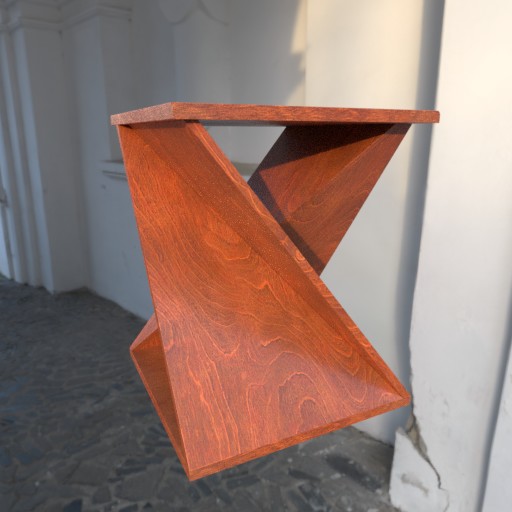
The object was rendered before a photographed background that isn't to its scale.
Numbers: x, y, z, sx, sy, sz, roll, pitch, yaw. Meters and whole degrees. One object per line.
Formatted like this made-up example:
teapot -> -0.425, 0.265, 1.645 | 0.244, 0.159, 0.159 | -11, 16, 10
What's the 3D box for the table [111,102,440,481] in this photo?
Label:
table -> 0.000, 0.000, 0.848 | 0.427, 0.520, 0.427 | -8, 17, -26
